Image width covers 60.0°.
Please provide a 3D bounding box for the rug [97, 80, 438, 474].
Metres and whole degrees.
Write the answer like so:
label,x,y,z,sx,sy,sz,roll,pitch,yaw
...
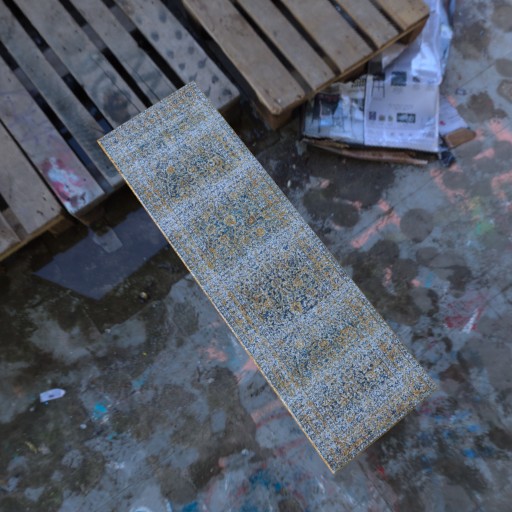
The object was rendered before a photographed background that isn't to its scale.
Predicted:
label,x,y,z,sx,sy,sz,roll,pitch,yaw
rug,0.000,0.000,2.500,0.704,0.014,2.294,-35,79,-8
